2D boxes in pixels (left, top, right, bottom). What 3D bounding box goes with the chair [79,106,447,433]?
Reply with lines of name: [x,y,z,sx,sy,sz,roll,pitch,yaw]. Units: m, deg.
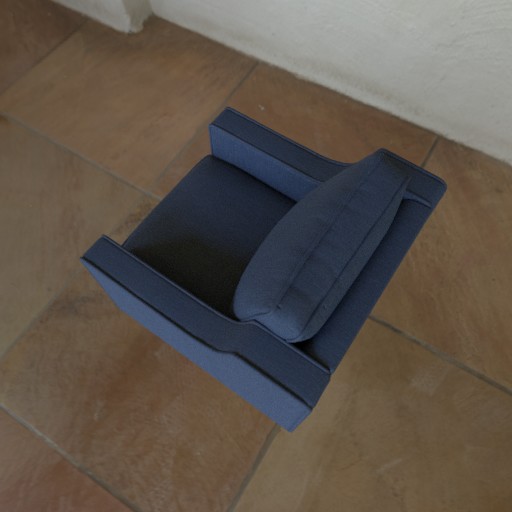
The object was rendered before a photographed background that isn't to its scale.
chair: [0.000,0.000,1.659,0.909,0.960,0.831,32,68,15]
